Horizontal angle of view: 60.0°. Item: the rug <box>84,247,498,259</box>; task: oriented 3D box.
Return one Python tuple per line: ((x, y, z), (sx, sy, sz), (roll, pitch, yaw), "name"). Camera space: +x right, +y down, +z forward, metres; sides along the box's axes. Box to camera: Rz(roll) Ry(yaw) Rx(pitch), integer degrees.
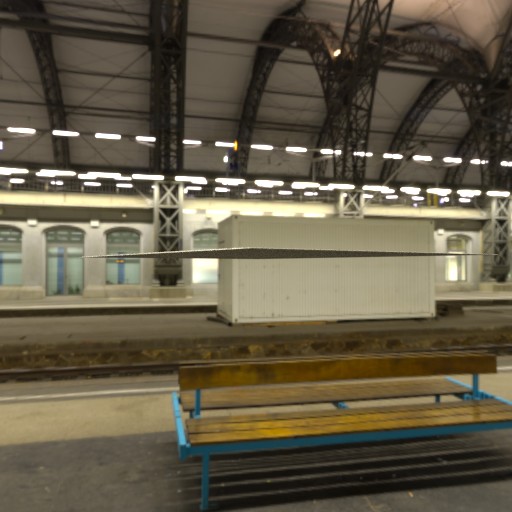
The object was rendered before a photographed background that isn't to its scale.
((0.000, 0.000, 2.080), (1.190, 0.003, 1.634), (1, -1, -35), "rug")
